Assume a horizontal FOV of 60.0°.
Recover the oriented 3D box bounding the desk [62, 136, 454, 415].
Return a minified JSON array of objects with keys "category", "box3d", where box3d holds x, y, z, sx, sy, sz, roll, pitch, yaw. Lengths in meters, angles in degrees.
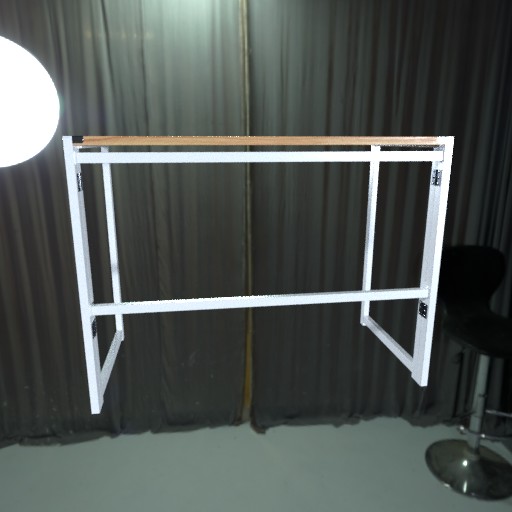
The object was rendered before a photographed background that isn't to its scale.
[{"category":"desk","box3d":[0.000,0.000,1.470,1.016,0.762,0.508,-2,15,-8]}]
